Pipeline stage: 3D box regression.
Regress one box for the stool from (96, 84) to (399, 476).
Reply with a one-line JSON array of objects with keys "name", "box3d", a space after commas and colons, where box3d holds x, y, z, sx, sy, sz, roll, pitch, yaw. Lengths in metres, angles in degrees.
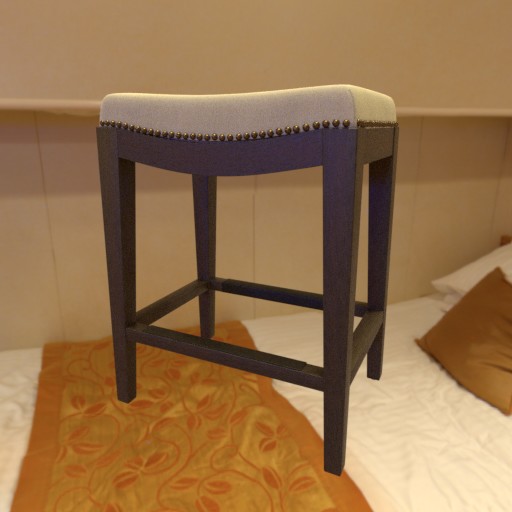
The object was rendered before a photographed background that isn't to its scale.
[{"name": "stool", "box3d": [0.000, 0.000, 0.931, 0.500, 0.642, 0.361, 8, 18, 25]}]
